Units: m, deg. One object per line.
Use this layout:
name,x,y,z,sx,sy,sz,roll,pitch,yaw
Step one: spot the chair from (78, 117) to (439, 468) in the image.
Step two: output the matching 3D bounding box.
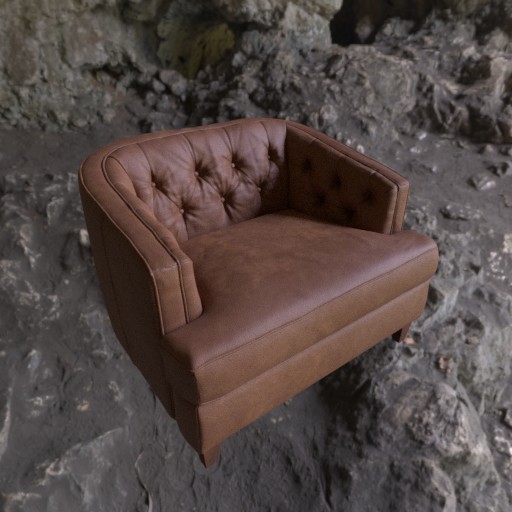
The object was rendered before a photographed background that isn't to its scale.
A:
chair,0.000,0.000,1.713,1.119,0.836,0.911,-21,36,-32
